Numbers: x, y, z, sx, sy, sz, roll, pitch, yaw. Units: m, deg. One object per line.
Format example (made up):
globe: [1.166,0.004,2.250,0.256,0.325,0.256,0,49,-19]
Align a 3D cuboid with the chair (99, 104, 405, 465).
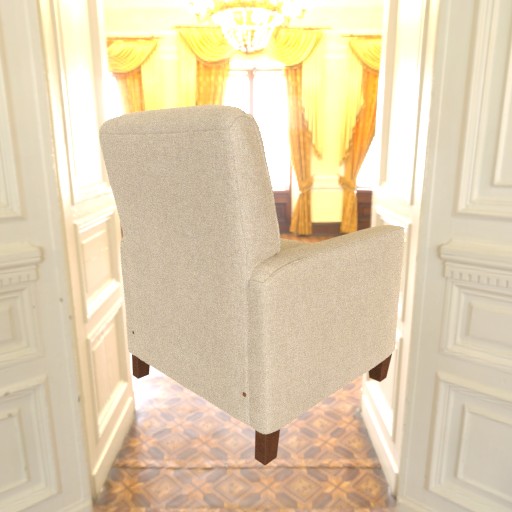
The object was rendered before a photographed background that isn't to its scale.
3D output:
chair: [0.000,0.000,1.671,0.845,1.023,0.859,13,19,43]
